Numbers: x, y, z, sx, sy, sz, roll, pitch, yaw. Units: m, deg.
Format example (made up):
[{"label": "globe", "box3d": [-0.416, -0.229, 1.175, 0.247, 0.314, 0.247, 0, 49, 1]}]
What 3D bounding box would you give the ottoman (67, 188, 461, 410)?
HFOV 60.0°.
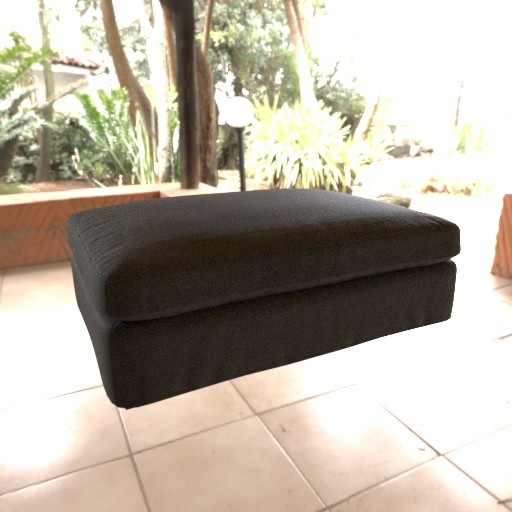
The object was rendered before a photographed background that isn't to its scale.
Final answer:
[{"label": "ottoman", "box3d": [0.000, 0.000, 1.605, 1.199, 0.429, 0.840, -8, 19, -26]}]
